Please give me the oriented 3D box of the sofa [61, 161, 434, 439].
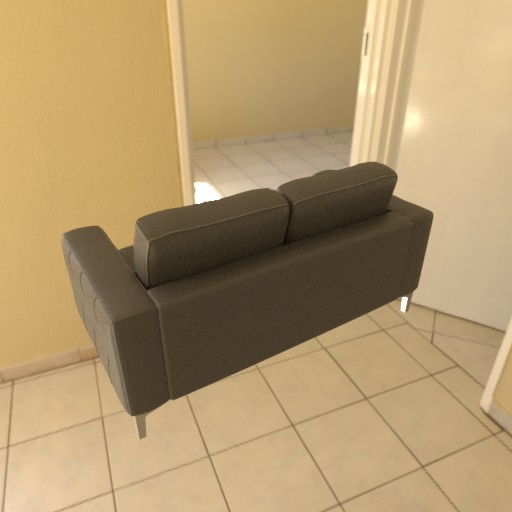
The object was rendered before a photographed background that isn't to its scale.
[{"bbox_3d":[0.000,0.000,2.294,1.726,0.892,0.833,-18,35,-28],"label":"sofa"}]
